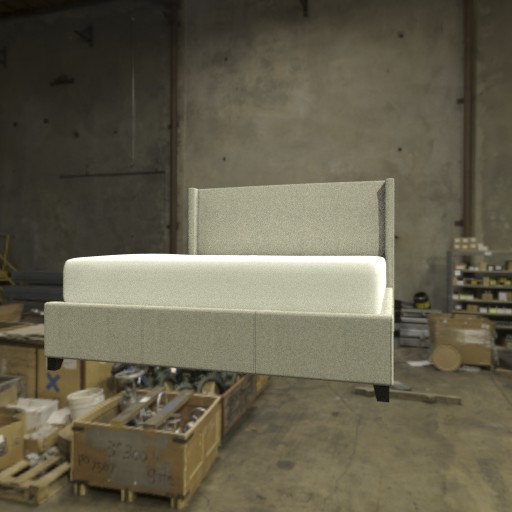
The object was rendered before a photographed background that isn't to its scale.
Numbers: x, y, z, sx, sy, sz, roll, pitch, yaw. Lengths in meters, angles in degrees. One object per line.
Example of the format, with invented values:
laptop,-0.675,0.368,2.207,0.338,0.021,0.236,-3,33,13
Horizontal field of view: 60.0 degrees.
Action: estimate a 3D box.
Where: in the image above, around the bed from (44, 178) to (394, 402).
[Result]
bed,0.000,0.000,3.587,2.140,1.470,2.280,0,0,17
